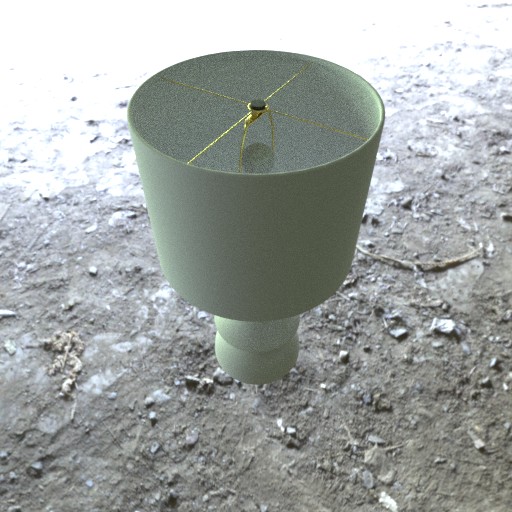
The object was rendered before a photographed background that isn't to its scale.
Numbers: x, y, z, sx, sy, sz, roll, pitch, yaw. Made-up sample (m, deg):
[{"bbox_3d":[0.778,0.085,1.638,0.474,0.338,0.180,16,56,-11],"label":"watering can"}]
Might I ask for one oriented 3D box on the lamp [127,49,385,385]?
[{"bbox_3d":[0.000,0.000,0.717,0.301,0.533,0.301,24,51,21],"label":"lamp"}]
